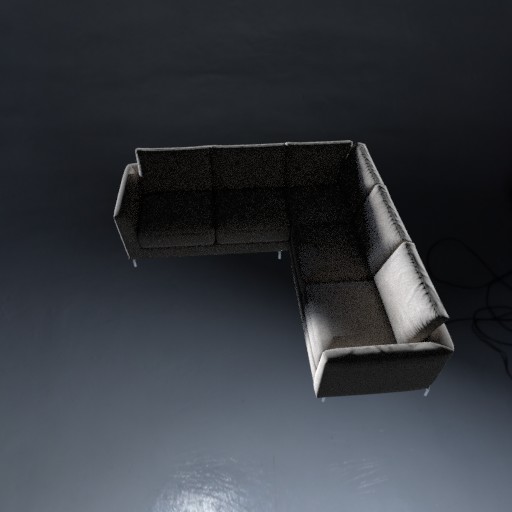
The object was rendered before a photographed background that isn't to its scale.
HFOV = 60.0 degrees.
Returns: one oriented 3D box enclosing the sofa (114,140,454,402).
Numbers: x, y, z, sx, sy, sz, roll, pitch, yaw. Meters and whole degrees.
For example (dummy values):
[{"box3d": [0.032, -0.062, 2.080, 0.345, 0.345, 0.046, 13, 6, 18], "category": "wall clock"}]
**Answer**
[{"box3d": [0.000, 0.000, 3.781, 2.438, 0.864, 2.438, -3, 44, -3], "category": "sofa"}]
